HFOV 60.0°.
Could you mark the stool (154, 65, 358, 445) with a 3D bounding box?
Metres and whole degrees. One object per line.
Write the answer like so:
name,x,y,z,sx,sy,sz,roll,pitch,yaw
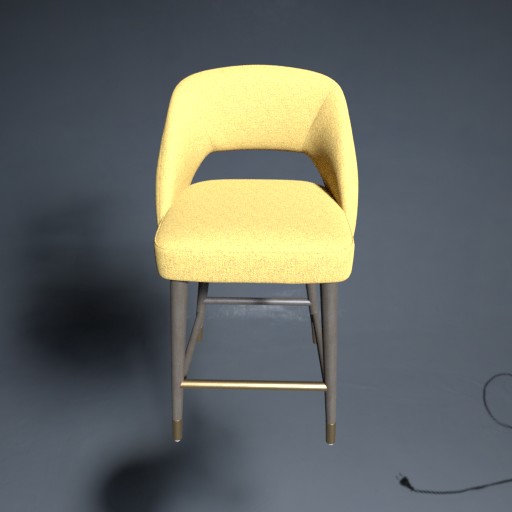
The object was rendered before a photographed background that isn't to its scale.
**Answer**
stool,0.000,0.000,1.250,0.536,0.939,0.522,1,30,1
